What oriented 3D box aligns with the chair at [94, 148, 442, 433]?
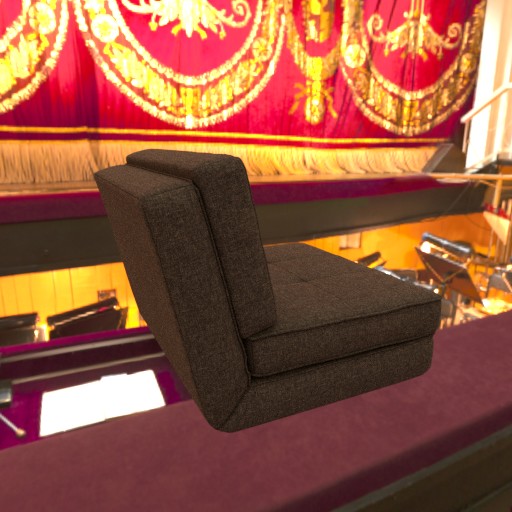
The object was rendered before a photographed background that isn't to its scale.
[{"bbox_3d":[0.000,0.000,1.319,0.800,0.615,0.740,-7,16,-25],"label":"chair"}]
